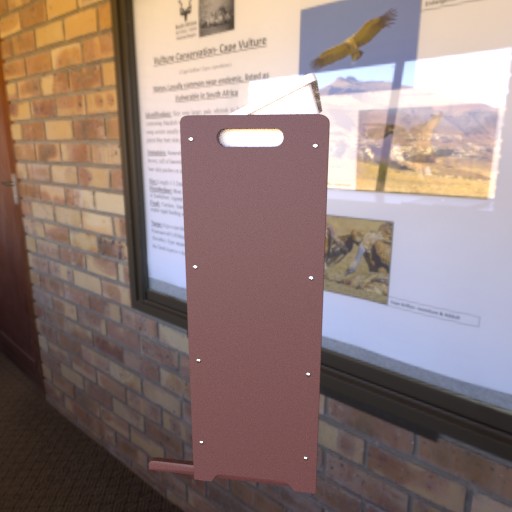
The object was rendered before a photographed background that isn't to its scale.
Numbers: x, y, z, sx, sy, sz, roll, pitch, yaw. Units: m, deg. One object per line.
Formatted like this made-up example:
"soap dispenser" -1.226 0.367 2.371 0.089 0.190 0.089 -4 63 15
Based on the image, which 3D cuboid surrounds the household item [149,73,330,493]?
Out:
"household item" 0.000 0.000 1.267 0.389 0.864 0.787 2 14 9
